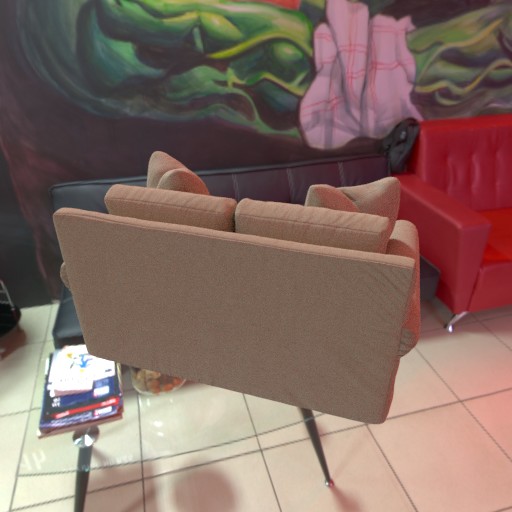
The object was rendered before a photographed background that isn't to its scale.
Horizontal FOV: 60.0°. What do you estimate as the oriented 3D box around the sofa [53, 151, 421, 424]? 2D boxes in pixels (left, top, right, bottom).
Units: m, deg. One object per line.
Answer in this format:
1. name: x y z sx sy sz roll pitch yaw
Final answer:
1. sofa: 0.000 0.000 2.229 1.550 0.905 1.070 9 32 15
